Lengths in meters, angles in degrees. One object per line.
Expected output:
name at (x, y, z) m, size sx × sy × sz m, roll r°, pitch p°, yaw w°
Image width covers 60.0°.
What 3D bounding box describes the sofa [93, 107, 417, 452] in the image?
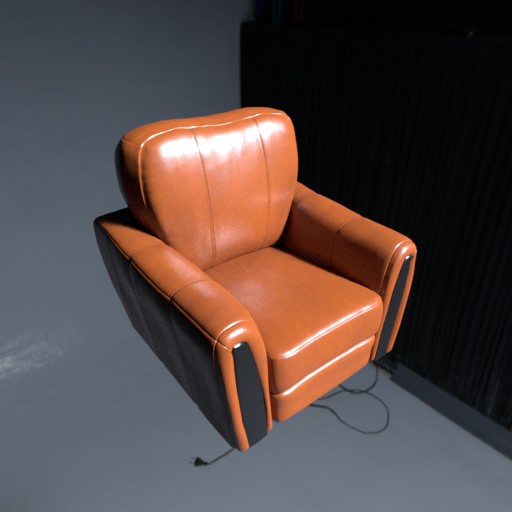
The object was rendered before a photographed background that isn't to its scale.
sofa at (0.000, 0.000, 1.528) m, size 0.836 × 0.876 × 0.789 m, roll -21°, pitch 36°, yaw -33°
